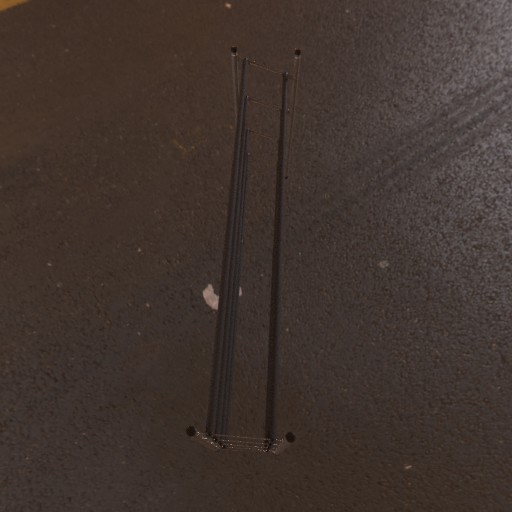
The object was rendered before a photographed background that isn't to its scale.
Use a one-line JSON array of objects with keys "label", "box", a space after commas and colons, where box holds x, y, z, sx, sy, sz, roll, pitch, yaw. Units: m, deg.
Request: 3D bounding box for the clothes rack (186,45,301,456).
[{"label": "clothes rack", "box": [0.000, 0.000, 1.459, 0.229, 0.672, 1.168, 3, 64, 1]}]
